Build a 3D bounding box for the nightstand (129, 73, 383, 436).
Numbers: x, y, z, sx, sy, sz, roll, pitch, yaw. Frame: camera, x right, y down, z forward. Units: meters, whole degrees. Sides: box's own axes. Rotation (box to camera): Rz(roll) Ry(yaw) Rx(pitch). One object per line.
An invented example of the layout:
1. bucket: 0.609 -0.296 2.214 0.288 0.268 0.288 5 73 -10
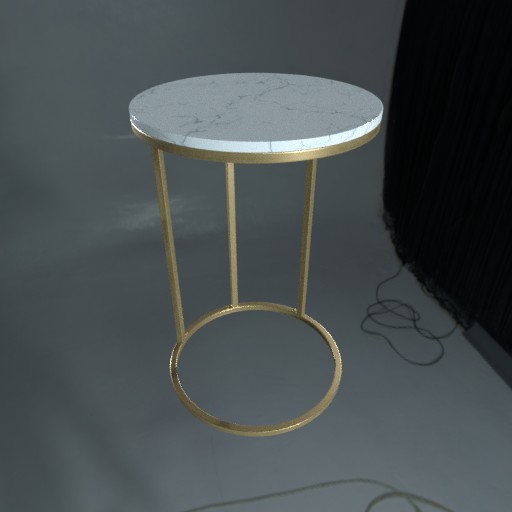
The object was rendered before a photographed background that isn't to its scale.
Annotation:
1. nightstand: 0.000 0.000 0.886 0.400 0.610 0.400 -10 35 -14
